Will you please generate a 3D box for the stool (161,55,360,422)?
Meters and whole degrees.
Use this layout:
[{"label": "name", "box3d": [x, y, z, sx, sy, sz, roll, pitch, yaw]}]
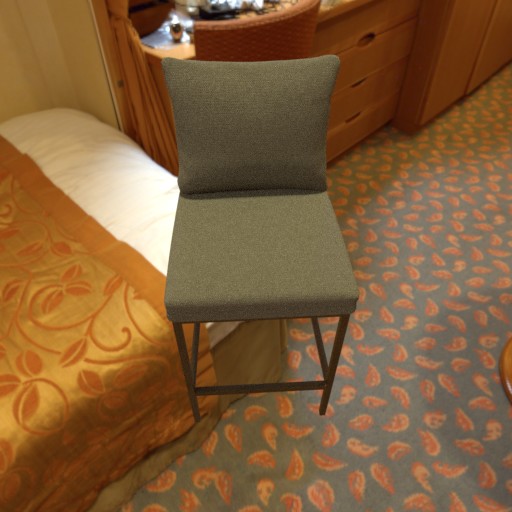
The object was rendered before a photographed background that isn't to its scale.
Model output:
[{"label": "stool", "box3d": [0.000, 0.000, 1.323, 0.463, 1.031, 0.569, -2, 46, -2]}]
